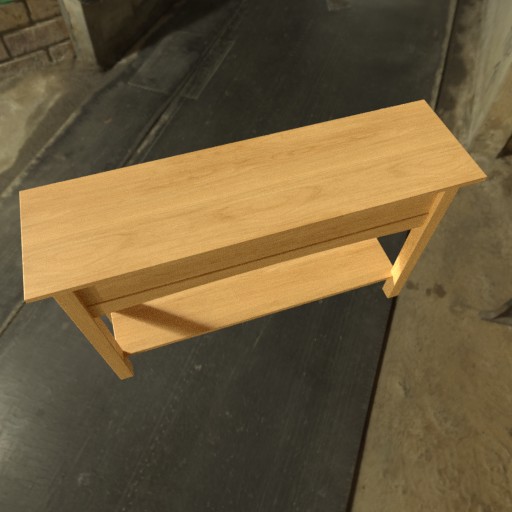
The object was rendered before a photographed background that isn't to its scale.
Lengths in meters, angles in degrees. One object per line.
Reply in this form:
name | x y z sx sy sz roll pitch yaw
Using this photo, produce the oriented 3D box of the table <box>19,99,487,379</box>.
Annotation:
table | 0.000 0.000 1.523 1.240 0.730 0.350 -15 58 -10
